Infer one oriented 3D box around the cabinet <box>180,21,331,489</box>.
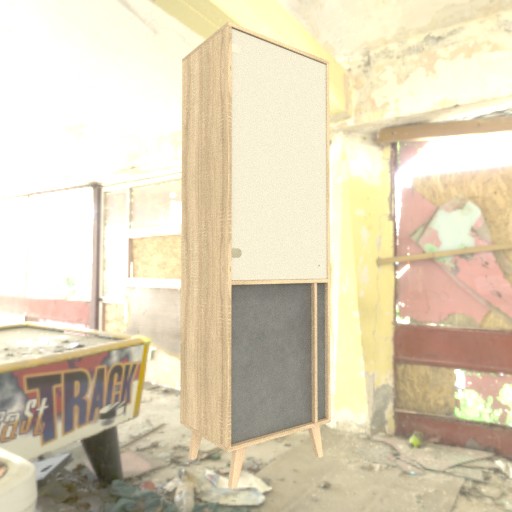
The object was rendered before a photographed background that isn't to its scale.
[{"bbox_3d":[0.000,0.000,2.066,0.570,1.850,0.400,1,-2,-37],"label":"cabinet"}]
